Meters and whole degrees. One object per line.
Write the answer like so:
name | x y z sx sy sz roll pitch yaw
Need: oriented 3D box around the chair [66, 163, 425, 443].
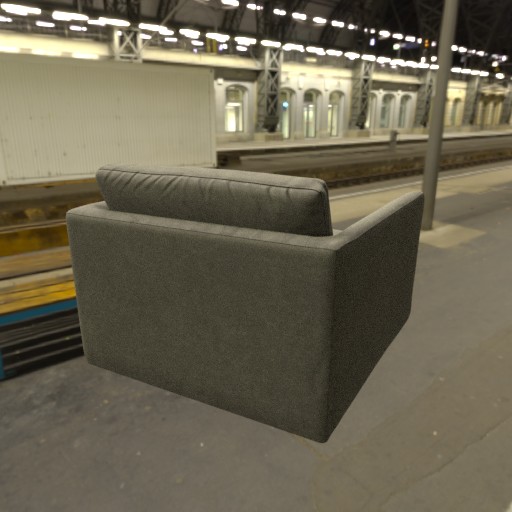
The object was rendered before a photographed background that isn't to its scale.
chair | 0.000 0.000 1.906 1.190 0.845 1.091 9 20 26
